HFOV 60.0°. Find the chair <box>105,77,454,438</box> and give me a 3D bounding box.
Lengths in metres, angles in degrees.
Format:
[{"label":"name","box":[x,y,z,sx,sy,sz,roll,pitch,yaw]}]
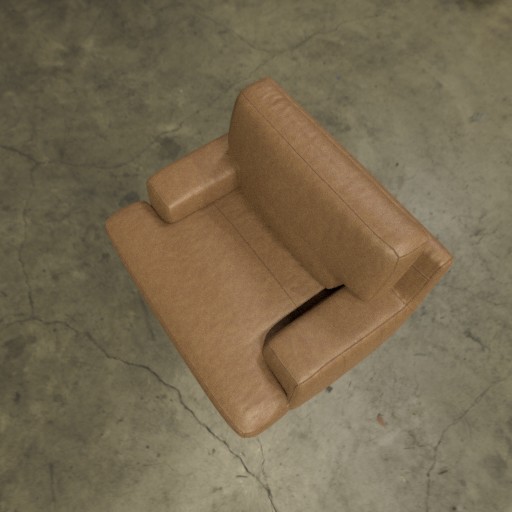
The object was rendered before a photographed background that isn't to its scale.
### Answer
[{"label":"chair","box":[0.000,0.000,2.053,1.050,0.978,1.276,-32,67,-15]}]
